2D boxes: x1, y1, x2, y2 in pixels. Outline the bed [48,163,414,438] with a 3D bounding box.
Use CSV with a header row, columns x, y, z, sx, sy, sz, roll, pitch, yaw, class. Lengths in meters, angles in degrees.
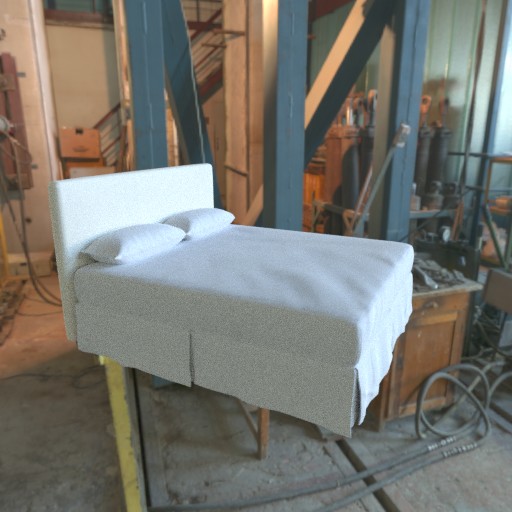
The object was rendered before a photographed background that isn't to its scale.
x,y,z,sx,sy,sz,roll,pitch,yaw,class
0.000,0.000,3.656,2.341,1.317,2.119,8,18,26,bed
